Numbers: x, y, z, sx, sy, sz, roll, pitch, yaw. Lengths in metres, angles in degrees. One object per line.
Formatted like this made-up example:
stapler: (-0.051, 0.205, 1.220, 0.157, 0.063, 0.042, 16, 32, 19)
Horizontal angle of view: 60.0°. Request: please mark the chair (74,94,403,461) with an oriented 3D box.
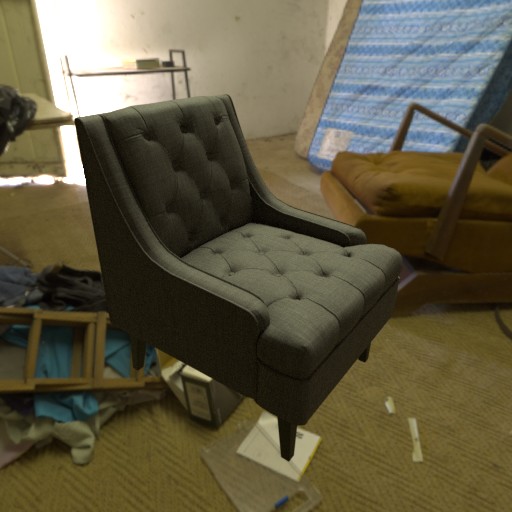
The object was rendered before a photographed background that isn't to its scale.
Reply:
chair: (0.000, 0.000, 1.415, 0.771, 0.891, 0.655, 18, 32, 32)
